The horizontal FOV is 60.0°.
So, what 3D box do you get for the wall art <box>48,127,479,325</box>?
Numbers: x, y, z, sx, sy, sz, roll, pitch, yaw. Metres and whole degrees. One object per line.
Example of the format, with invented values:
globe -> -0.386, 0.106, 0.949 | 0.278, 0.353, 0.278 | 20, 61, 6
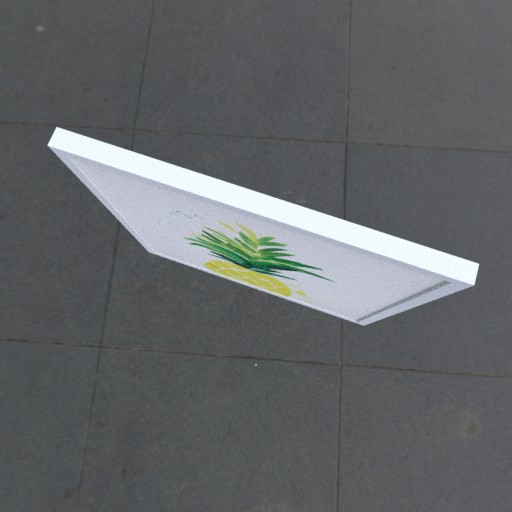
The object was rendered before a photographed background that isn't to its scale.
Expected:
wall art -> 0.000, 0.000, 1.123 | 0.763, 0.761, 0.038 | 19, 77, 4
